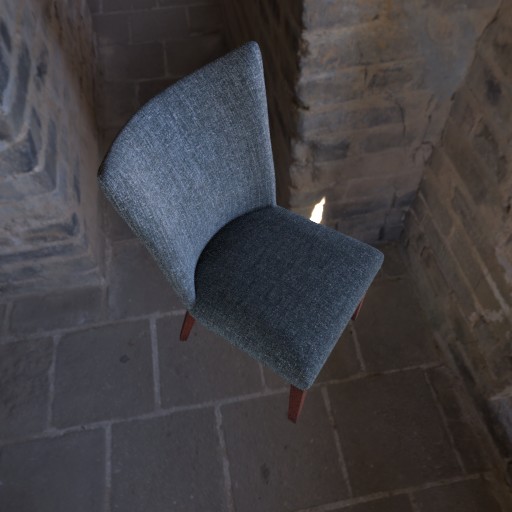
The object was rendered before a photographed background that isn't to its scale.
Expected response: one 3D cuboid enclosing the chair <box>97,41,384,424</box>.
[{"bbox_3d":[0.000,0.000,1.274,0.623,0.924,0.535,29,62,17],"label":"chair"}]
